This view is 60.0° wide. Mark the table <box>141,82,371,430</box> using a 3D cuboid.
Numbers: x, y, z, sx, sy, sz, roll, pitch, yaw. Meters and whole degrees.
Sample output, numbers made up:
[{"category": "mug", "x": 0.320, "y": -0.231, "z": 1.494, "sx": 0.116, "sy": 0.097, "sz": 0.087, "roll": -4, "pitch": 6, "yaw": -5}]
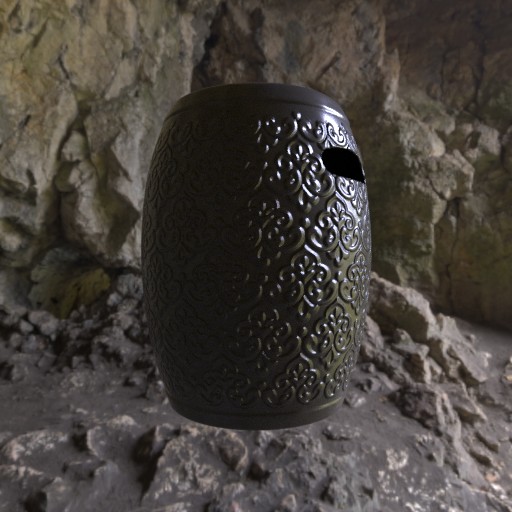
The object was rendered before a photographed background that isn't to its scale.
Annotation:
[{"category": "table", "x": 0.000, "y": 0.000, "z": 0.614, "sx": 0.309, "sy": 0.397, "sz": 0.309, "roll": 0, "pitch": 0, "yaw": 0}]
